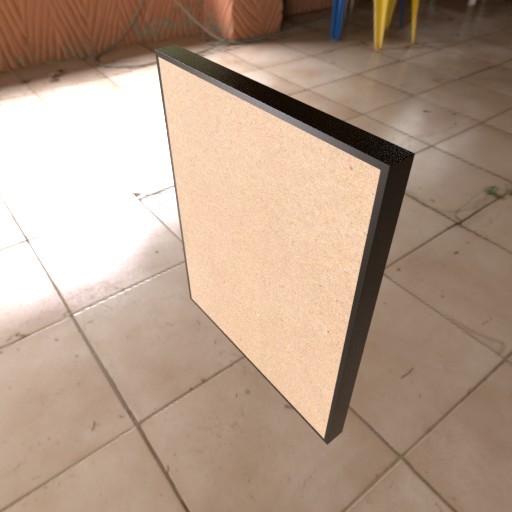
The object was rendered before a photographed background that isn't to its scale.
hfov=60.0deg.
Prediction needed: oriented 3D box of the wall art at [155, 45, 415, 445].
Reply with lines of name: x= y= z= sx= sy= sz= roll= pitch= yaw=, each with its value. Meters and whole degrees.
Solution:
wall art: x=0.000 y=0.000 z=0.734 sx=0.038 sy=0.551 sz=0.448 roll=-28 pitch=48 yaw=-28
